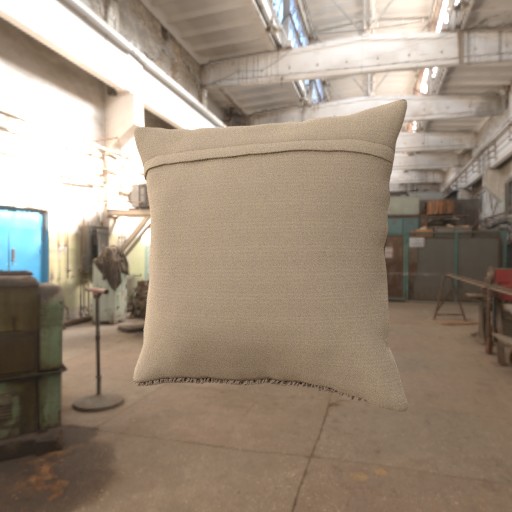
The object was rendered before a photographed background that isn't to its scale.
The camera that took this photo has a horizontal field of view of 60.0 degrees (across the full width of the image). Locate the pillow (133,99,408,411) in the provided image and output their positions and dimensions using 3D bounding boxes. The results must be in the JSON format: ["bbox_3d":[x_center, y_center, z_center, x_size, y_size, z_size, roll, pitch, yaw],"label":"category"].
[{"bbox_3d":[0.000,0.000,0.732,0.475,0.473,0.178,0,0,18],"label":"pillow"}]
